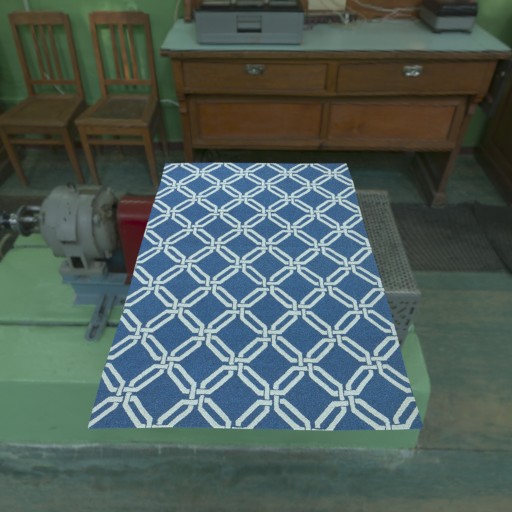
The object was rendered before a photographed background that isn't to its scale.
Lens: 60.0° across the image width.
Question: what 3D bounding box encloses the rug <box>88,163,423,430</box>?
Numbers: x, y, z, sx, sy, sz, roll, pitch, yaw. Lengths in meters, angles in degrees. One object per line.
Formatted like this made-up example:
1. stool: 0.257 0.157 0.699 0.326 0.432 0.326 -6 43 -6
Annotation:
1. rug: 0.000 0.000 2.150 1.153 0.010 1.755 0 42 0
